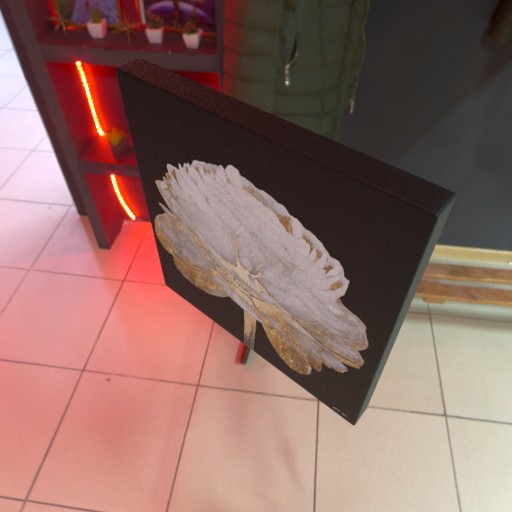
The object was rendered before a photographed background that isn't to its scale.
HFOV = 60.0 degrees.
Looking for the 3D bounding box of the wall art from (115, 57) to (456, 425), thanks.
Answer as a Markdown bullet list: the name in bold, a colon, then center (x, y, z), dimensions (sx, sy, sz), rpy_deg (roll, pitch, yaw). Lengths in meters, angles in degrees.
- **wall art**: center (0.000, 0.000, 0.591), dimensions (0.406, 0.407, 0.041), rpy_deg (32, 55, 26)
